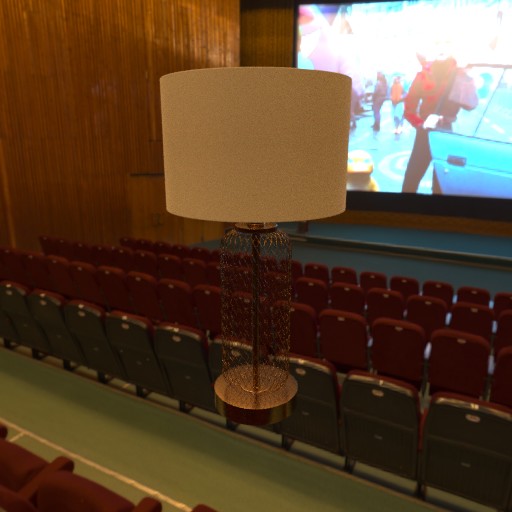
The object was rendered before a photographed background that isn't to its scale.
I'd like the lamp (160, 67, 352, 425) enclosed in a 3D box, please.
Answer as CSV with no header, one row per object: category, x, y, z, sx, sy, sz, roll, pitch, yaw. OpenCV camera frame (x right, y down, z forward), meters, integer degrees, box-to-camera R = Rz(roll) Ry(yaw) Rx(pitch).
lamp,0.000,0.000,0.655,0.252,0.483,0.252,8,17,27
